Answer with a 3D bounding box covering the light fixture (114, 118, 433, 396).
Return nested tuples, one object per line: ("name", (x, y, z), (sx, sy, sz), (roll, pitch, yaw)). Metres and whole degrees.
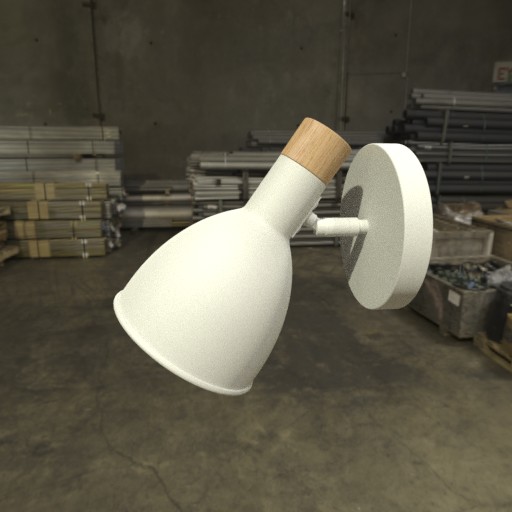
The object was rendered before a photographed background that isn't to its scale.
("light fixture", (0.000, 0.000, 0.333), (0.209, 0.199, 0.127), (-2, 13, -8))
